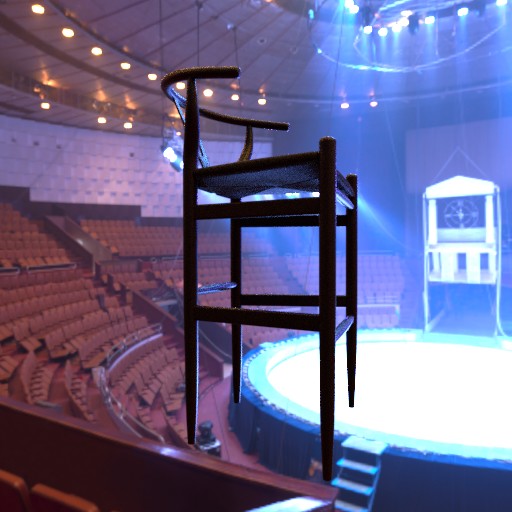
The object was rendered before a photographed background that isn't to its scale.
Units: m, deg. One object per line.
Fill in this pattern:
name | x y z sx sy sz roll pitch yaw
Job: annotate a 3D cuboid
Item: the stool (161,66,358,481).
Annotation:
stool | 0.000 0.000 1.399 0.579 1.072 0.569 0 0 18
